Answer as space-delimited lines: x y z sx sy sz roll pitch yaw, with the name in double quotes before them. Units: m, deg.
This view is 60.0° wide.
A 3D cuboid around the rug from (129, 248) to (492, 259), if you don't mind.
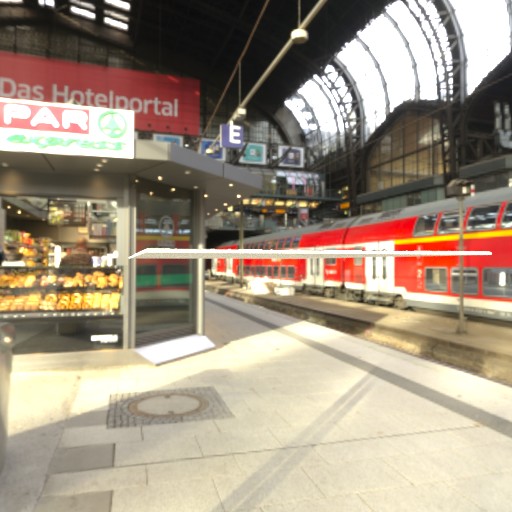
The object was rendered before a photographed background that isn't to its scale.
"rug" 0.000 0.000 2.838 1.514 0.014 2.275 0 -1 -17
